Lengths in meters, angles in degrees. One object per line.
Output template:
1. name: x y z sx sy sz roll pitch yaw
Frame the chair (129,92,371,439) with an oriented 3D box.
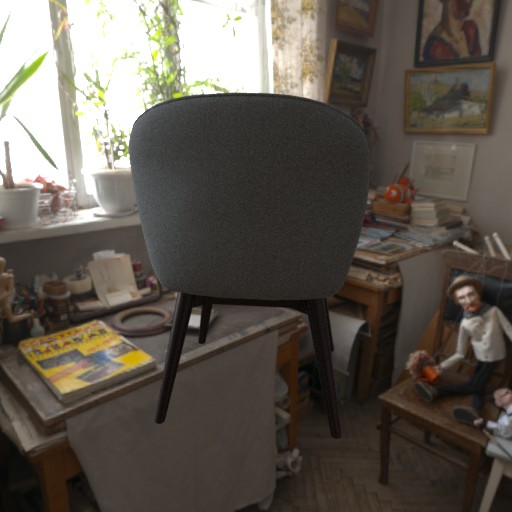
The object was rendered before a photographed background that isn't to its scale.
1. chair: 0.000 0.000 1.234 0.589 0.810 0.611 2 16 7
